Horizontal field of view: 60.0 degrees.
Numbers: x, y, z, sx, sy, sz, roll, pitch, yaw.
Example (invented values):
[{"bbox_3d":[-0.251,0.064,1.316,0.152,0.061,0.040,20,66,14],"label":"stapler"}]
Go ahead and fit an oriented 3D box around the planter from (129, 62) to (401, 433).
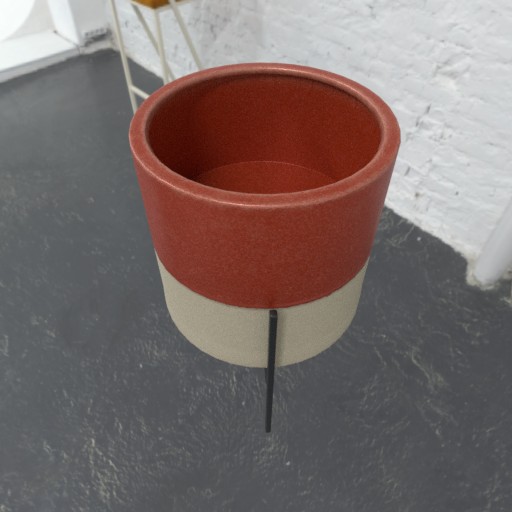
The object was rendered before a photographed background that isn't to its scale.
[{"bbox_3d":[0.000,0.000,0.515,0.251,0.354,0.235,19,50,17],"label":"planter"}]
